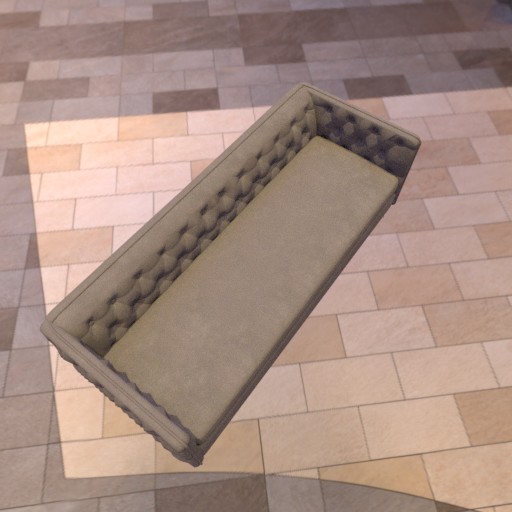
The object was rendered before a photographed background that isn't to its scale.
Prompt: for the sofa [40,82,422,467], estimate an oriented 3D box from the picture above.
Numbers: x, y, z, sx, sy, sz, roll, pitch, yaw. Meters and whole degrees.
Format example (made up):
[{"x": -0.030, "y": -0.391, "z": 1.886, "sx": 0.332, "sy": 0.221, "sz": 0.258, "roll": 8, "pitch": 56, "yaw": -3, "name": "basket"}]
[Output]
[{"x": 0.000, "y": 0.000, "z": 2.633, "sx": 0.895, "sy": 0.771, "sz": 2.209, "roll": 33, "pitch": 64, "yaw": 18, "name": "sofa"}]
